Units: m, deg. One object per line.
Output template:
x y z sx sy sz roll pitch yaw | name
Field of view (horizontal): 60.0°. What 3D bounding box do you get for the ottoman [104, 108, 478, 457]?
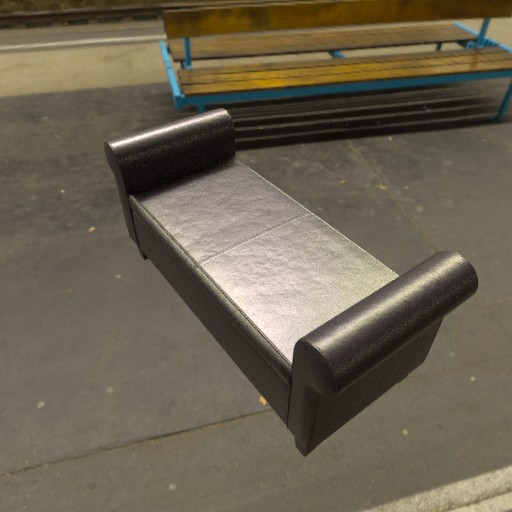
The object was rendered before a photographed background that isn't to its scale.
0.000 0.000 1.550 0.521 0.547 1.256 -26 48 -26 | ottoman
